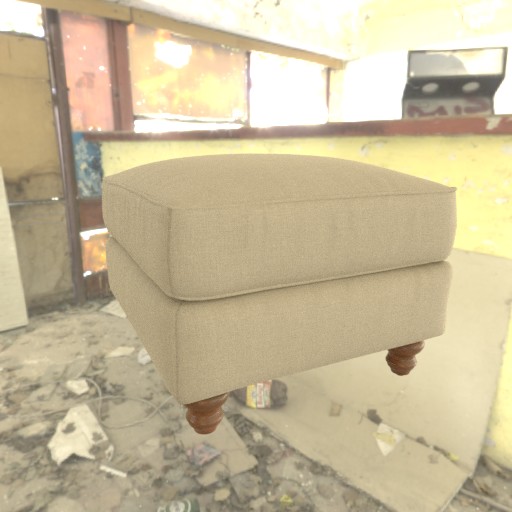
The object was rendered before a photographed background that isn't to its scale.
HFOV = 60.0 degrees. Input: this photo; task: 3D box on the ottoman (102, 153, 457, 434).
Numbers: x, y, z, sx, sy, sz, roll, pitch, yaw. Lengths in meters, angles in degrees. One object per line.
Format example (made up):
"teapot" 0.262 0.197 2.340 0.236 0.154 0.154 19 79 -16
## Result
"ottoman" 0.000 0.000 1.123 0.662 0.505 0.716 -7 16 -26
